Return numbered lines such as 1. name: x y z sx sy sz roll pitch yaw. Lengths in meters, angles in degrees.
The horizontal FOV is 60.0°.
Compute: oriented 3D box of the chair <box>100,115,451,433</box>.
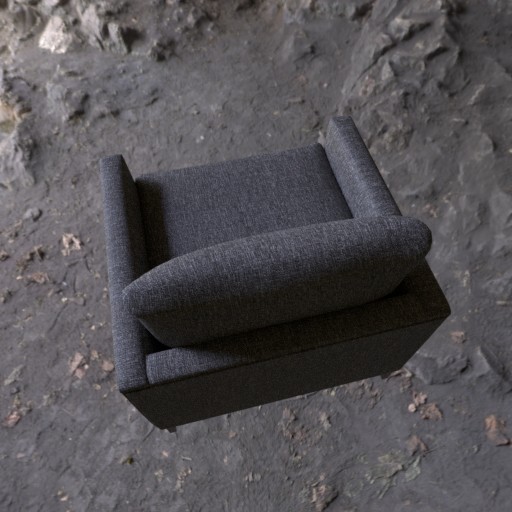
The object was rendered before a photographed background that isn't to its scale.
1. chair: 0.000 0.000 1.561 0.963 0.861 0.866 -12 59 -7
